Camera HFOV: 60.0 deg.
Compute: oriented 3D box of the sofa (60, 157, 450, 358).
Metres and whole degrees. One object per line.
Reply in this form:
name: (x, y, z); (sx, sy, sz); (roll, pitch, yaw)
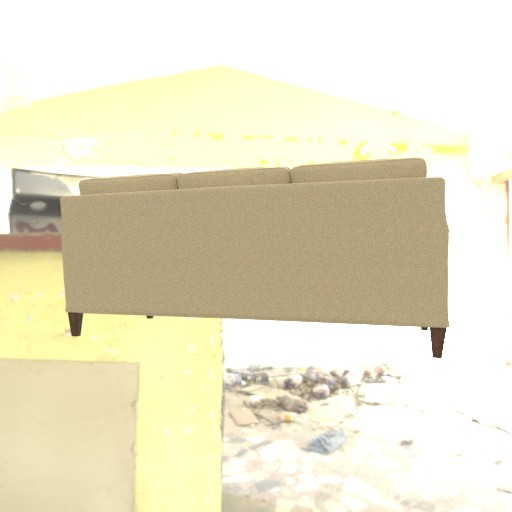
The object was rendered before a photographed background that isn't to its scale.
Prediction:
sofa: (0.000, 0.000, 2.861); (2.246, 1.003, 1.084); (0, -1, 17)
